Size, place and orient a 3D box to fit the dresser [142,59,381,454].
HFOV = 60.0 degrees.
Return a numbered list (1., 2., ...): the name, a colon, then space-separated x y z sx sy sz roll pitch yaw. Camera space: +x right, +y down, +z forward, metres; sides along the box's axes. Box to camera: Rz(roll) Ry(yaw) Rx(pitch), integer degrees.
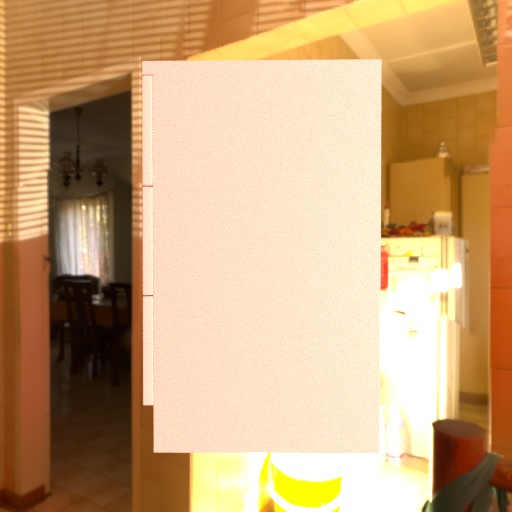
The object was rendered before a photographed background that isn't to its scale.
1. dresser: 0.000 0.000 0.831 0.360 0.560 0.400 0 1 1
